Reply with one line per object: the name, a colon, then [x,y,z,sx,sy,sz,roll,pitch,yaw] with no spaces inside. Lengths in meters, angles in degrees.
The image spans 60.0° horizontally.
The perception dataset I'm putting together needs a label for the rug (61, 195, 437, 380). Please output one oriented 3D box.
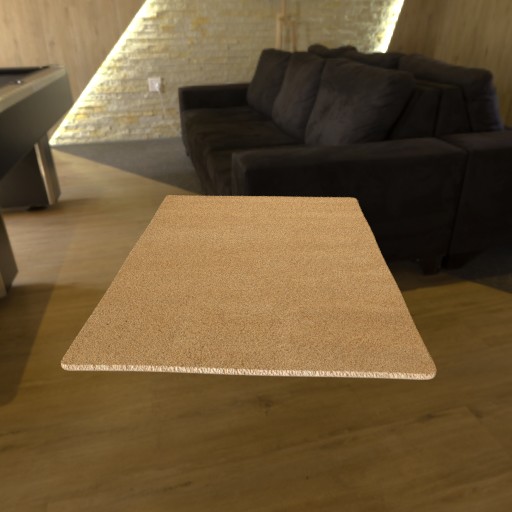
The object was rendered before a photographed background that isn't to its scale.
rug: [0.000,0.000,2.105,1.199,0.025,1.600,1,27,2]
